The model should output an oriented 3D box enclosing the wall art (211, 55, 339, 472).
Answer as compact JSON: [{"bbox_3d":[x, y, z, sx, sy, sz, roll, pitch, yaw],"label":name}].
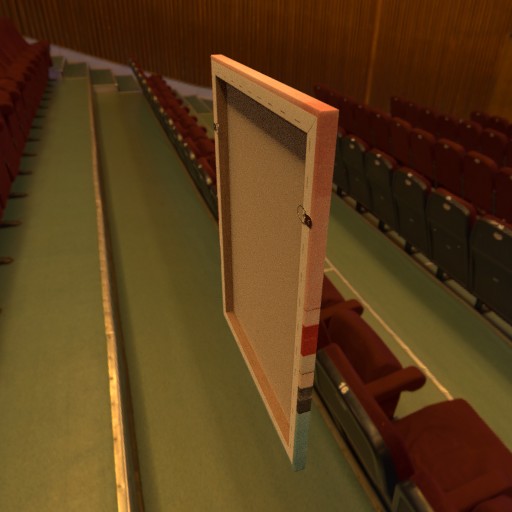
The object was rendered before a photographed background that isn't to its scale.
[{"bbox_3d":[0.000,0.000,1.326,0.039,1.016,0.761,-10,33,-16],"label":"wall art"}]
